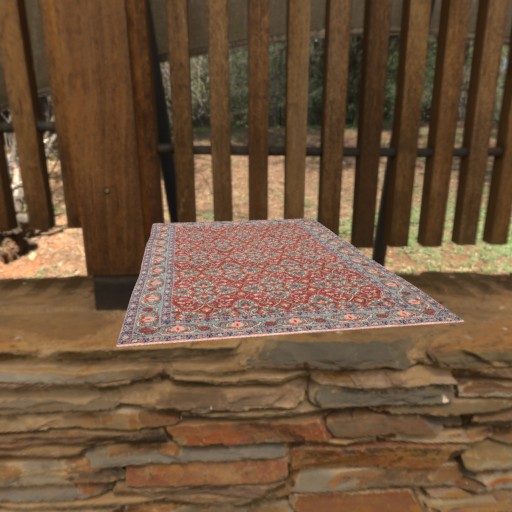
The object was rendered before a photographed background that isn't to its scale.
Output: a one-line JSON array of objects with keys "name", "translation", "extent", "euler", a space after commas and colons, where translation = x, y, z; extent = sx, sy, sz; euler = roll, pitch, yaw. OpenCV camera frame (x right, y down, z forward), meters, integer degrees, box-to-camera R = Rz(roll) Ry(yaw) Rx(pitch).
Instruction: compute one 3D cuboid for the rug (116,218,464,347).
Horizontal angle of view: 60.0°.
[{"name": "rug", "translation": [0.000, 0.000, 3.048], "extent": [1.533, 0.011, 2.439], "euler": [-3, 16, -9]}]
